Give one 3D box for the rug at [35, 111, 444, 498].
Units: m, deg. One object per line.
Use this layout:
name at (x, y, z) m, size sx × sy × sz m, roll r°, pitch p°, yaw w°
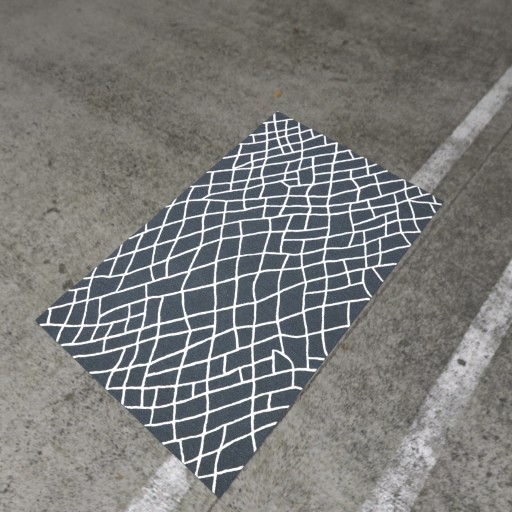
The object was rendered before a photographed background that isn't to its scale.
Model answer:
rug at (0.000, 0.000, 2.971) m, size 1.529 × 0.017 × 2.448 m, roll 35°, pitch 65°, yaw 19°
